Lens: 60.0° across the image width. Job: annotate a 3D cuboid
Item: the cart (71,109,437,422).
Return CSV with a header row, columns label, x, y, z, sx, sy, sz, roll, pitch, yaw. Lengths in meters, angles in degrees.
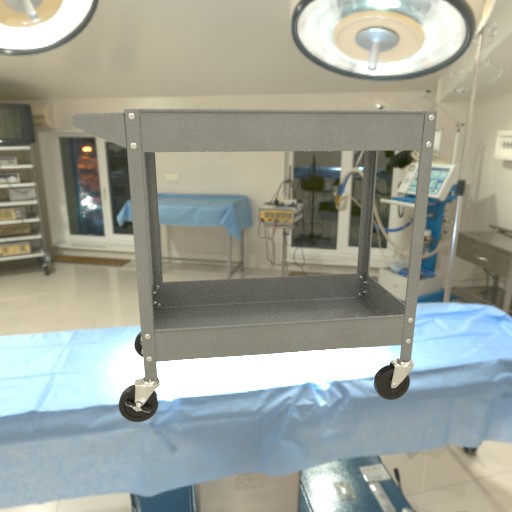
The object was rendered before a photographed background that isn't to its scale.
label,x,y,z,sx,sy,sz,roll,pitch,yaw
cart,0.000,0.000,1.168,0.779,0.719,0.366,-2,16,-8
